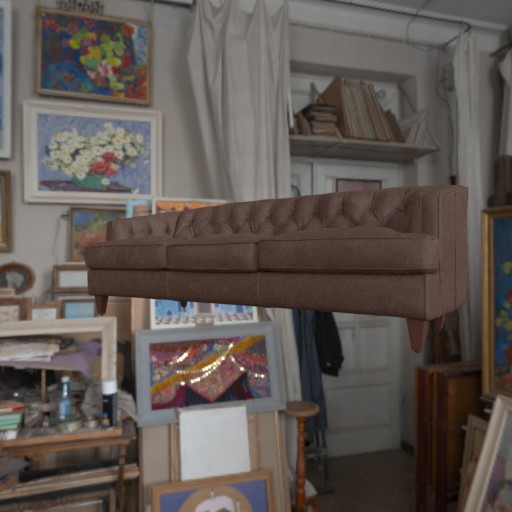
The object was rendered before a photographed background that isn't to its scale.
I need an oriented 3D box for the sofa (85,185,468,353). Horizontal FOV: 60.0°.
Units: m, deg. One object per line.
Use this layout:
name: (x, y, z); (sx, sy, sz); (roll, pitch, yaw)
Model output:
sofa: (0.000, 0.000, 2.627); (2.227, 0.787, 0.927); (-1, -1, 36)
